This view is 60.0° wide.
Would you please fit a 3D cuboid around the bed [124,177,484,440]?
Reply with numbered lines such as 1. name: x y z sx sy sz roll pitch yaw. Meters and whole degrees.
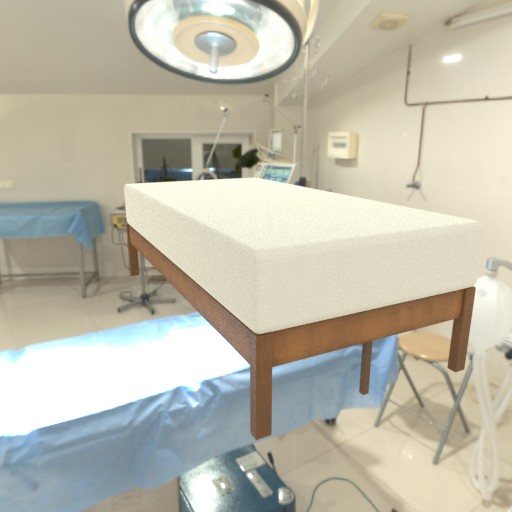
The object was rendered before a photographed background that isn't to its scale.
1. bed: 0.000 0.000 2.333 0.961 0.616 1.902 -8 17 -26
